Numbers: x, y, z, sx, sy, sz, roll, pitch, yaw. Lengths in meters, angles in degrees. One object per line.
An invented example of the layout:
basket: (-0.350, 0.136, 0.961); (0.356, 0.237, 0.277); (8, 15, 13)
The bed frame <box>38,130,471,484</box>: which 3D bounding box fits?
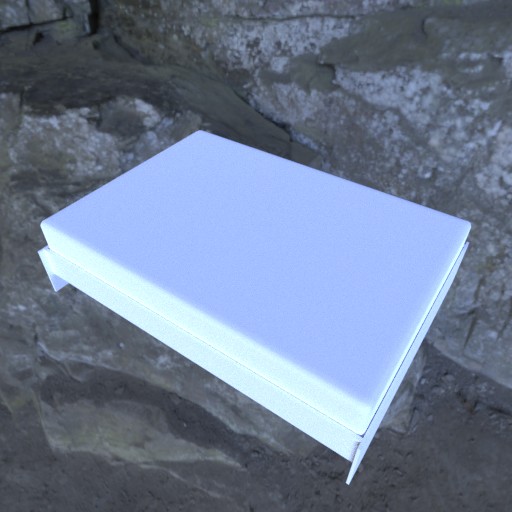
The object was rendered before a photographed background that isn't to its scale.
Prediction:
bed frame: (0.000, 0.000, 2.534); (1.945, 0.497, 1.445); (25, 48, 25)
